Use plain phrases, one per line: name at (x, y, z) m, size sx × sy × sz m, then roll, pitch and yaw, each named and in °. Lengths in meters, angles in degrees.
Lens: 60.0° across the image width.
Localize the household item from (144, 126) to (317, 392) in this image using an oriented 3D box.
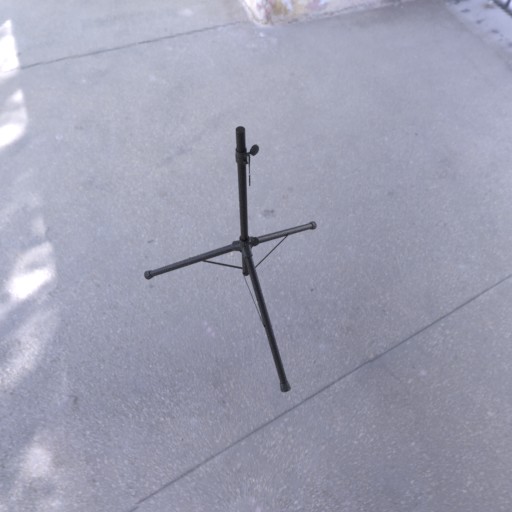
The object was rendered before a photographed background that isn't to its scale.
household item at (0.000, 0.000, 1.897) m, size 1.045 × 1.136 × 0.907 m, roll -16°, pitch 59°, yaw -10°
